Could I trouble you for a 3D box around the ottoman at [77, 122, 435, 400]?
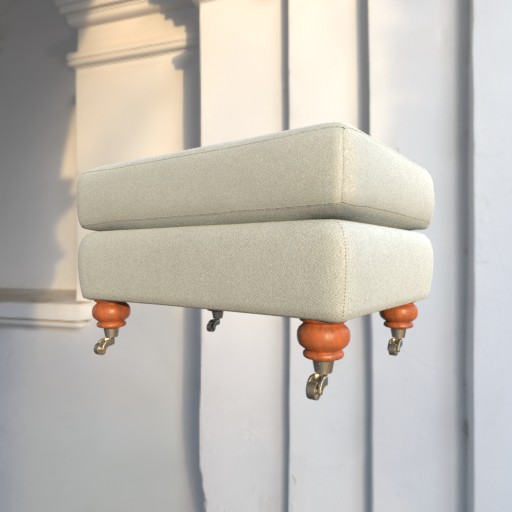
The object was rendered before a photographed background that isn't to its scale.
[{"bbox_3d":[0.000,0.000,1.140,0.773,0.499,0.569,0,0,35],"label":"ottoman"}]
